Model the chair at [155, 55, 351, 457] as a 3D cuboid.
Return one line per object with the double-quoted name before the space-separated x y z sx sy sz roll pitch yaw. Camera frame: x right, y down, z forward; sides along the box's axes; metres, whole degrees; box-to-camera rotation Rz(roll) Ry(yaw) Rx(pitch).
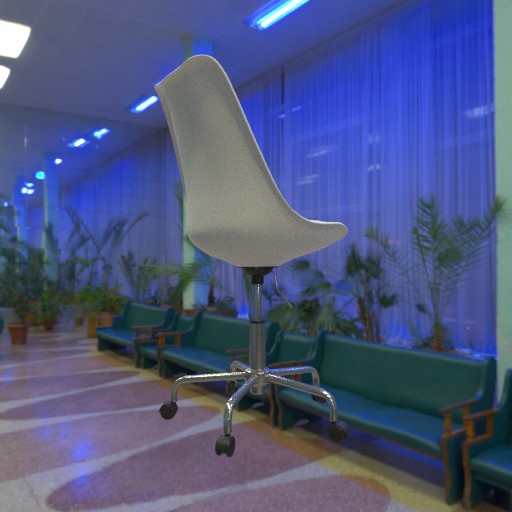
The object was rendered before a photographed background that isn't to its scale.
"chair" 0.000 0.000 1.272 0.550 0.930 0.550 0 -1 -35
